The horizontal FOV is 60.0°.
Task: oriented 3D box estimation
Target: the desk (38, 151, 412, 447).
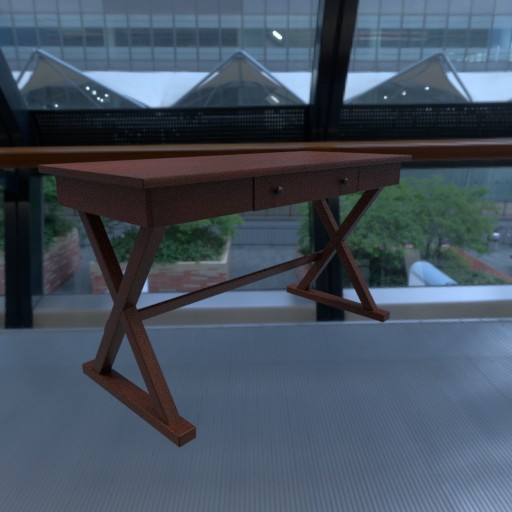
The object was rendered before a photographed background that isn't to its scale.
[{"bbox_3d":[0.000,0.000,1.782,0.600,0.761,1.372,15,21,42],"label":"desk"}]
